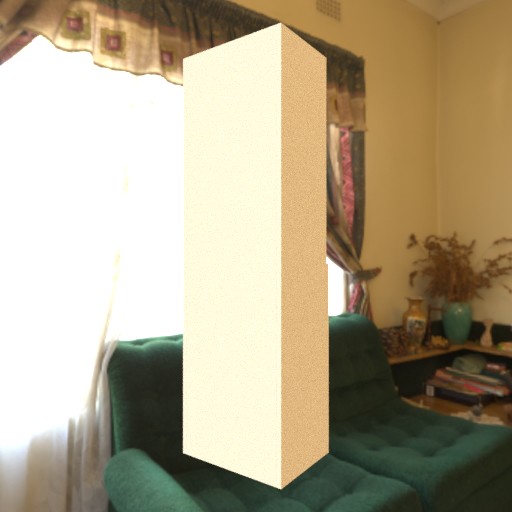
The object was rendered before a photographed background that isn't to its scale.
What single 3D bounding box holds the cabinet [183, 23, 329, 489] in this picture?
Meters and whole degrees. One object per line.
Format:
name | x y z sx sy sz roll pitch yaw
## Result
cabinet | 0.000 0.000 1.521 0.400 1.350 0.300 0 0 36
